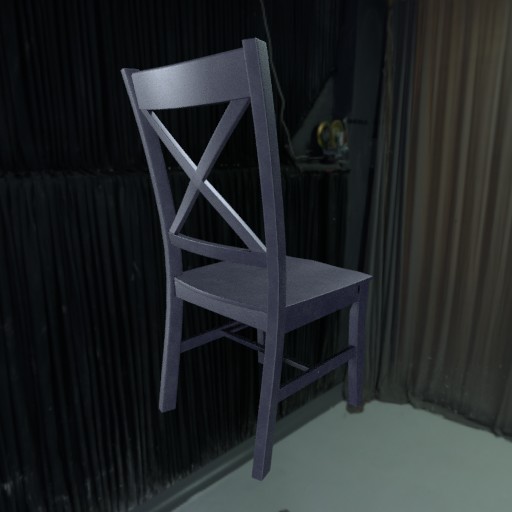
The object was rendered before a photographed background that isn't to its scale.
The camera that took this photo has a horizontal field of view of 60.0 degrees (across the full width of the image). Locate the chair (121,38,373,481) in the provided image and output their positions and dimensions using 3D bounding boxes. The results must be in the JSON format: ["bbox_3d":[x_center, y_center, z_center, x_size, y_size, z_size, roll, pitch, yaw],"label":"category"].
[{"bbox_3d":[0.000,0.000,1.255,0.485,0.983,0.542,13,19,43],"label":"chair"}]
